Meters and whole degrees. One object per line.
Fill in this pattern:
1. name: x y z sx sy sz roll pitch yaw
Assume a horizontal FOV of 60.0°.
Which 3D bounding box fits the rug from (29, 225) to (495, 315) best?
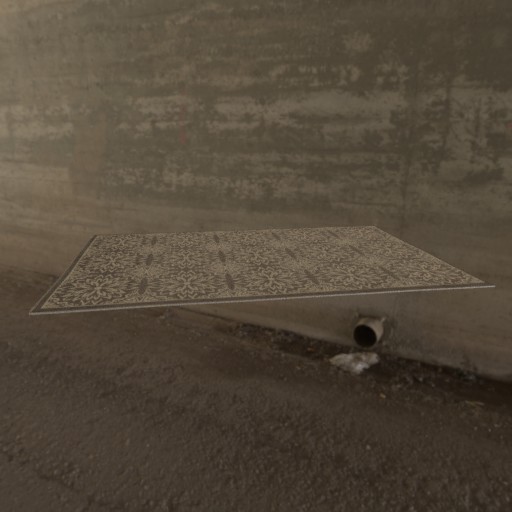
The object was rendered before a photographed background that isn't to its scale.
1. rug: 0.000 0.000 3.428 2.746 0.018 1.819 -3 16 -9
